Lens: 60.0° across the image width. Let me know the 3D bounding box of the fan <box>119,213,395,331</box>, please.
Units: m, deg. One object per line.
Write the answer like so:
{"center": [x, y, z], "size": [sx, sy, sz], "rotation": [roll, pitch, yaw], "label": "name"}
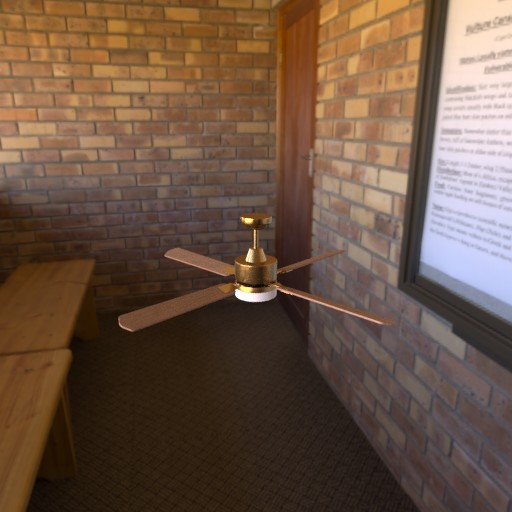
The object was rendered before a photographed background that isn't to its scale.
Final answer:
{"center": [0.000, 0.000, 1.933], "size": [1.320, 0.355, 1.320], "rotation": [15, 22, 42], "label": "fan"}
